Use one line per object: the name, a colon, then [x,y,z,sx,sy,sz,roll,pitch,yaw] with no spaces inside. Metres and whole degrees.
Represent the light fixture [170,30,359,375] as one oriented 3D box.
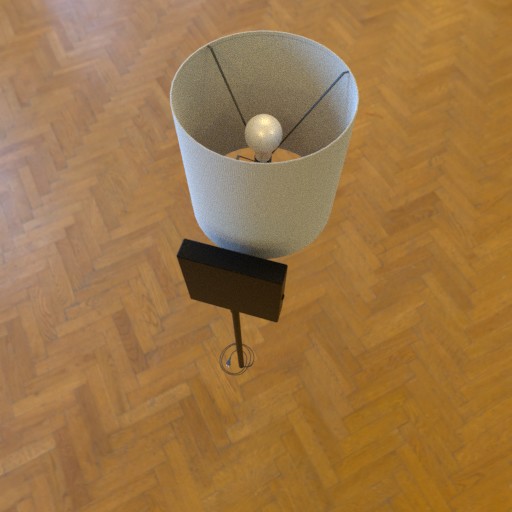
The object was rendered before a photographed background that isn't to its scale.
light fixture: [0.000,0.000,0.688,0.188,0.589,0.248,14,63,8]
